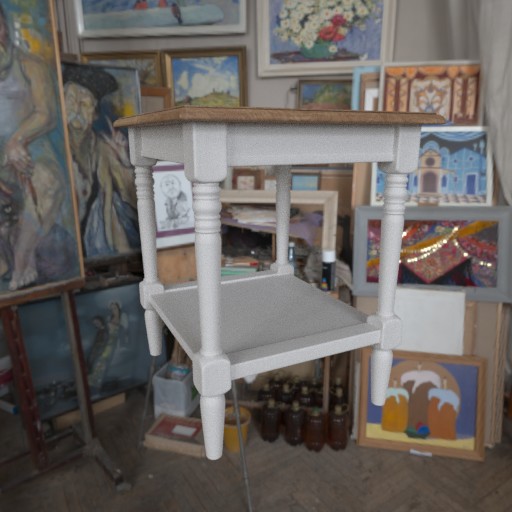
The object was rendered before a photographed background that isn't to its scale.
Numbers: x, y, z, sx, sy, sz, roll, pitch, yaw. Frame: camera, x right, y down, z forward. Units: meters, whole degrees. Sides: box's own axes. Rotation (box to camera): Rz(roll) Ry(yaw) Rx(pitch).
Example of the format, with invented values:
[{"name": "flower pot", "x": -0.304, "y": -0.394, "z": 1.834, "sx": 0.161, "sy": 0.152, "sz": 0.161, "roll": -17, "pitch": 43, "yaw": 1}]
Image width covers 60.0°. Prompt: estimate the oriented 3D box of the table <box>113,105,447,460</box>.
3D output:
[{"name": "table", "x": 0.000, "y": 0.000, "z": 0.930, "sx": 0.457, "sy": 0.561, "sz": 0.508, "roll": -7, "pitch": 17, "yaw": -25}]
